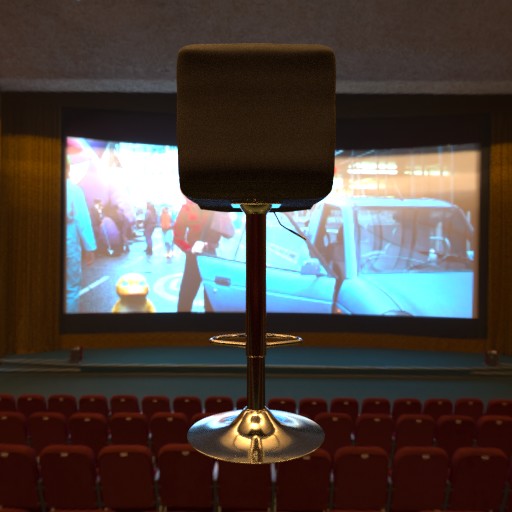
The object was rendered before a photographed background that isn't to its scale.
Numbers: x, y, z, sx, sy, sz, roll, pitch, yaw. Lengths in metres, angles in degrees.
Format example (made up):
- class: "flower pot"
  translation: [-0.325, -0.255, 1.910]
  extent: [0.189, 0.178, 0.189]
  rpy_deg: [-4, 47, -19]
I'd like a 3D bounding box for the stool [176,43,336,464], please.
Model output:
- class: "stool"
  translation: [0.000, 0.000, 1.392]
  extent: [0.430, 1.115, 0.505]
  rpy_deg: [0, -1, 0]
